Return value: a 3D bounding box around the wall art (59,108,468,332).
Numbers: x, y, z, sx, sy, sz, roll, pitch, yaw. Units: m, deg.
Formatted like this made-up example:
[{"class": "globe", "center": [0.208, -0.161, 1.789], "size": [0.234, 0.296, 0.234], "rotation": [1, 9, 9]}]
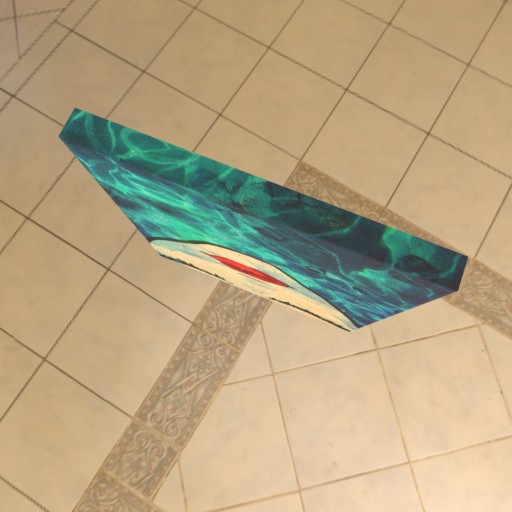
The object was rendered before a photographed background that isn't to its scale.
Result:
[{"class": "wall art", "center": [0.000, 0.000, 0.693], "size": [0.432, 0.508, 0.038], "rotation": [22, 77, 5]}]
